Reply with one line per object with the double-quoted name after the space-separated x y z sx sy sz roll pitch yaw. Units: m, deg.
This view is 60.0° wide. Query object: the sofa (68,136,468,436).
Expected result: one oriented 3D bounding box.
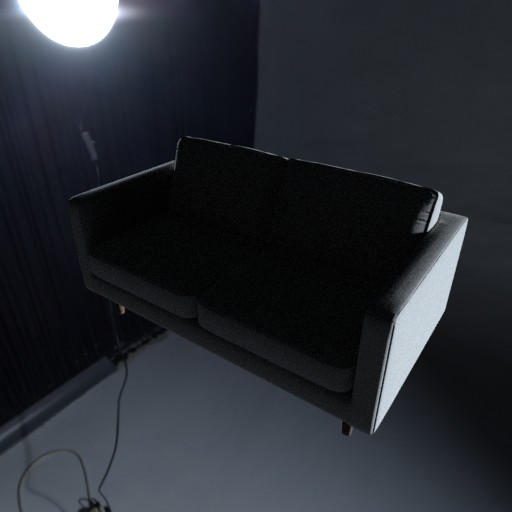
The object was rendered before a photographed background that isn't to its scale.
0.000 0.000 2.278 1.731 0.900 1.000 19 35 30 "sofa"
